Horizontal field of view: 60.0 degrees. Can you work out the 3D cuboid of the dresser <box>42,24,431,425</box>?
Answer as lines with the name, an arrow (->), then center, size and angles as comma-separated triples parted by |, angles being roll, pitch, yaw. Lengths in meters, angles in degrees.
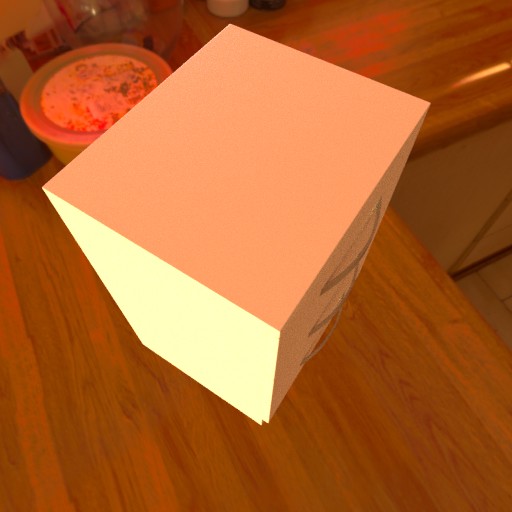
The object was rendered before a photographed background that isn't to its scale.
dresser -> 0.000, 0.000, 0.813 | 0.360, 0.560, 0.400 | 29, 64, 16
